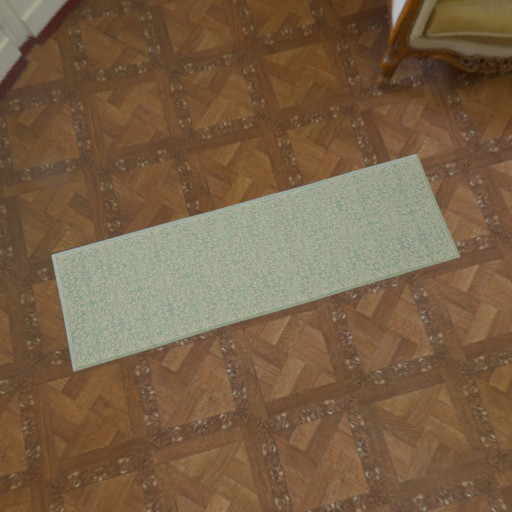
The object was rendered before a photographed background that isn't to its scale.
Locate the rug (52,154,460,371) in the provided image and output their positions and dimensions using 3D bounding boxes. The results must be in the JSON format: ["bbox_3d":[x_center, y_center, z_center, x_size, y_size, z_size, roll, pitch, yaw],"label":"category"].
[{"bbox_3d":[0.000,0.000,2.484,2.196,0.011,0.662,-16,76,-4],"label":"rug"}]
